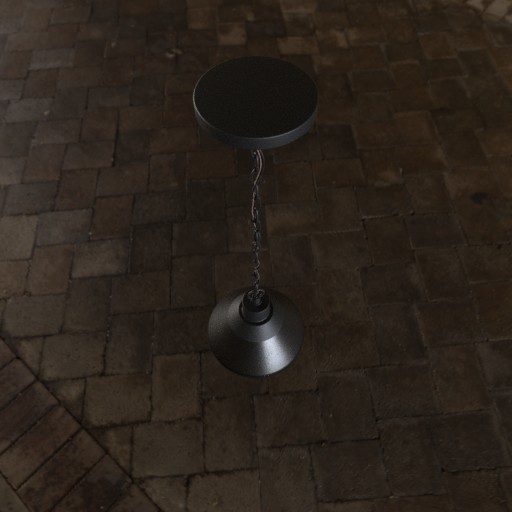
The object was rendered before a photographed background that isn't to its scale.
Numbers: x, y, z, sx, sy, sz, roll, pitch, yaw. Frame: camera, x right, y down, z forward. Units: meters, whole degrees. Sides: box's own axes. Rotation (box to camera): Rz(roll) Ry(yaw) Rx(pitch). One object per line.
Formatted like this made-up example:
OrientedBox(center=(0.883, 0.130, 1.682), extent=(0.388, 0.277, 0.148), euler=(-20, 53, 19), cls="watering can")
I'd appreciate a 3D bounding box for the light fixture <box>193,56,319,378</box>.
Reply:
OrientedBox(center=(0.000, 0.000, 0.673), extent=(0.201, 0.588, 0.201), euler=(-15, 59, -9), cls="light fixture")
